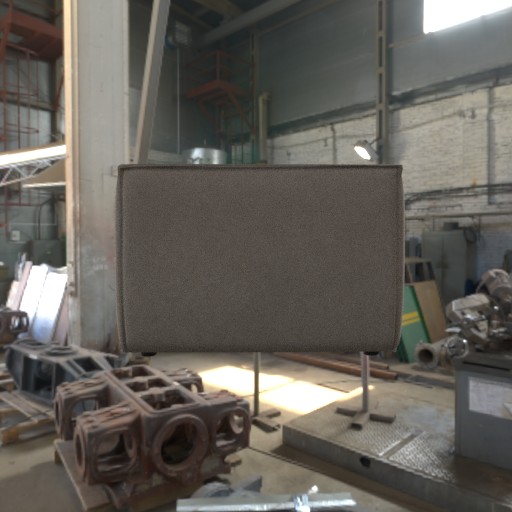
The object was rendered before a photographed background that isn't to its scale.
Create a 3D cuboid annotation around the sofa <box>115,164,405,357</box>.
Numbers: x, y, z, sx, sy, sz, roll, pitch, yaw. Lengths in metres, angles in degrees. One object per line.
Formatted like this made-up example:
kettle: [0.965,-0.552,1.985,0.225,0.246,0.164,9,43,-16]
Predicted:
sofa: [0.000,0.000,2.482,1.038,0.680,1.995,0,1,-1]
